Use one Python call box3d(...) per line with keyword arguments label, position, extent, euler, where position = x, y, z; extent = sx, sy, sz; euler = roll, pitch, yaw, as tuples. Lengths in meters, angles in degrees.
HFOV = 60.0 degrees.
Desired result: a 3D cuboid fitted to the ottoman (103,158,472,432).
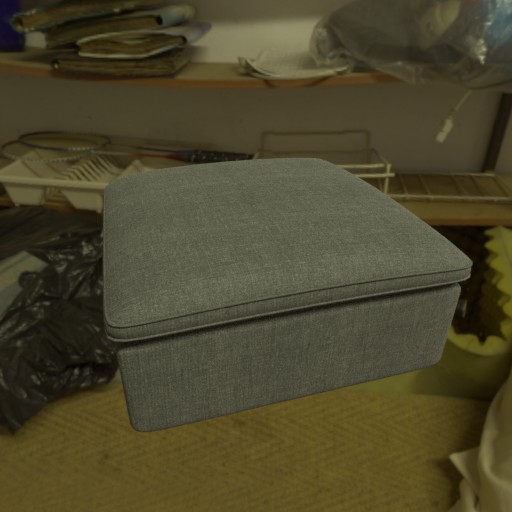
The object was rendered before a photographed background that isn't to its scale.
box3d(label="ottoman", position=(0.000, 0.000, 1.683), extent=(1.067, 0.559, 1.067), euler=(-8, 30, -15))
